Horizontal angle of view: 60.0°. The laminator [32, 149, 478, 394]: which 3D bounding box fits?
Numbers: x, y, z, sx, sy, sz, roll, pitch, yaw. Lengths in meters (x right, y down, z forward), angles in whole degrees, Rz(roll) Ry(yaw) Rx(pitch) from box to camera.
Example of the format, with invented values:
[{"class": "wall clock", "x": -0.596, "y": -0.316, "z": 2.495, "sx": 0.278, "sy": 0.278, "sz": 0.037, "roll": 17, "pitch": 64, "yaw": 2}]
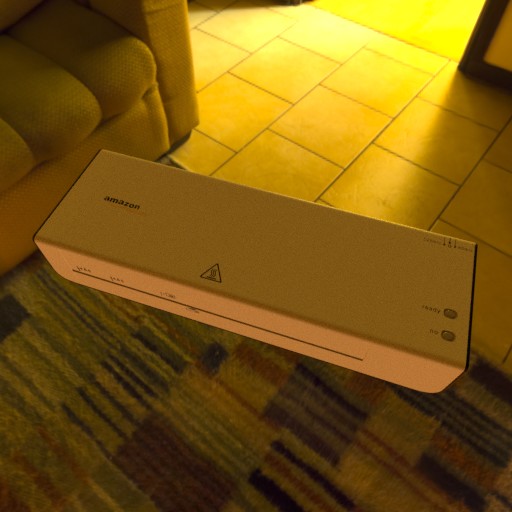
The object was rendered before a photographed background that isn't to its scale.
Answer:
[{"class": "laminator", "x": 0.000, "y": 0.000, "z": 0.382, "sx": 0.340, "sy": 0.062, "sz": 0.123, "roll": 16, "pitch": 57, "yaw": 10}]
